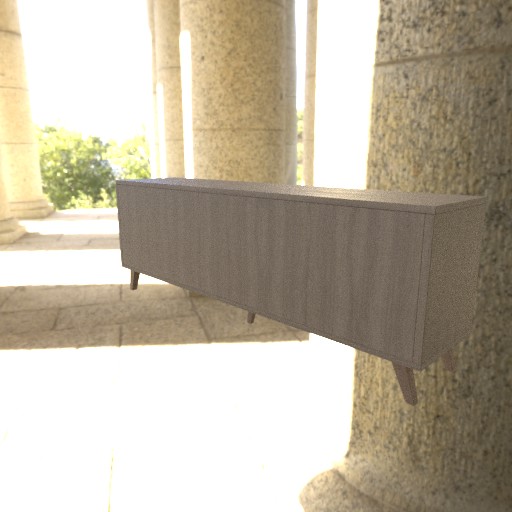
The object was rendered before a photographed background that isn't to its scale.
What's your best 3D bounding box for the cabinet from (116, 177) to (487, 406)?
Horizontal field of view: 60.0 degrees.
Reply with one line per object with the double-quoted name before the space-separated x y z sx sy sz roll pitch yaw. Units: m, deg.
"cabinet" 0.000 0.000 2.502 2.198 0.779 0.499 13 18 43
